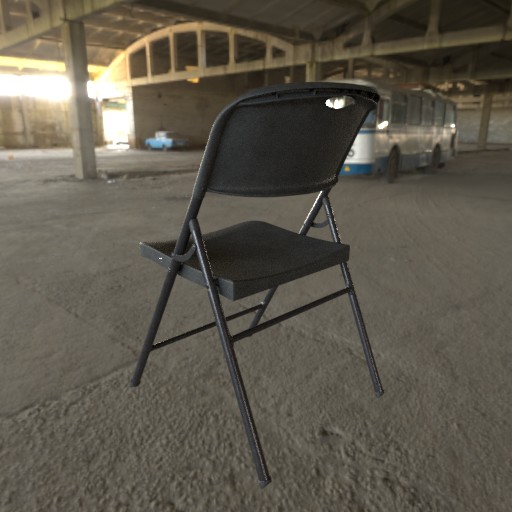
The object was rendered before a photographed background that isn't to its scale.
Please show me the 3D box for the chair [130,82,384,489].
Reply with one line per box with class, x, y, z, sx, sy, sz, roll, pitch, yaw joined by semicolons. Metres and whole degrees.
chair;0.000;0.000;1.161;0.494;0.810;0.567;-15;22;-42
